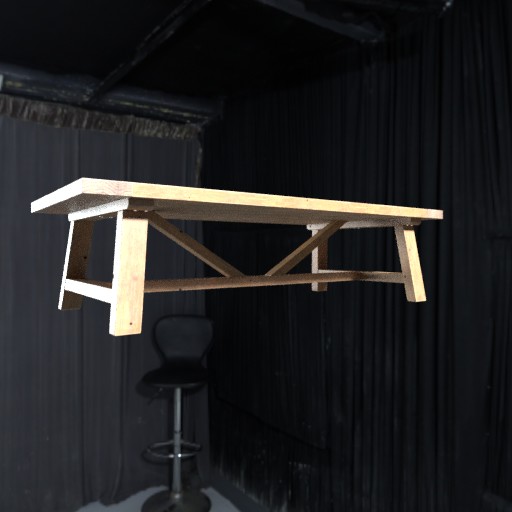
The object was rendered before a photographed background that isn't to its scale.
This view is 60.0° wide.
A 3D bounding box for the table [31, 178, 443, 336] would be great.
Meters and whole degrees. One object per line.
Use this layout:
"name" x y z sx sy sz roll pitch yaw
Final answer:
"table" 0.000 0.000 2.111 1.800 0.465 0.820 -1 1 -36
